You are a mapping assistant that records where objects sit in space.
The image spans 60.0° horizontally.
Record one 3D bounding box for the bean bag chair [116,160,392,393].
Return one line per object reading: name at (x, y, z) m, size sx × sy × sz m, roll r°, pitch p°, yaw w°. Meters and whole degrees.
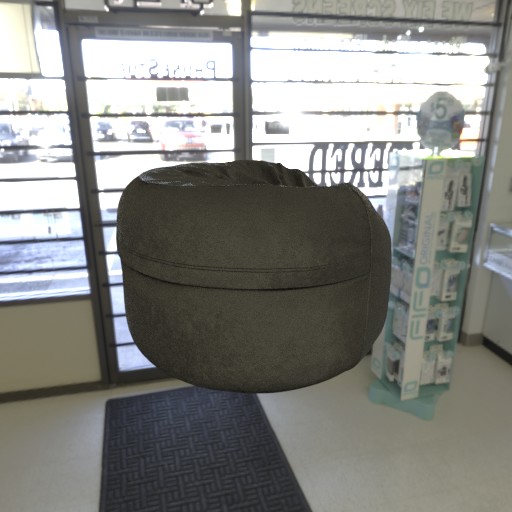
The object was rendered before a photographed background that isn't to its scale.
bean bag chair at (0.000, 0.000, 1.542) m, size 0.918 × 0.605 × 0.918 m, roll 0°, pitch 18°, yaw 0°
